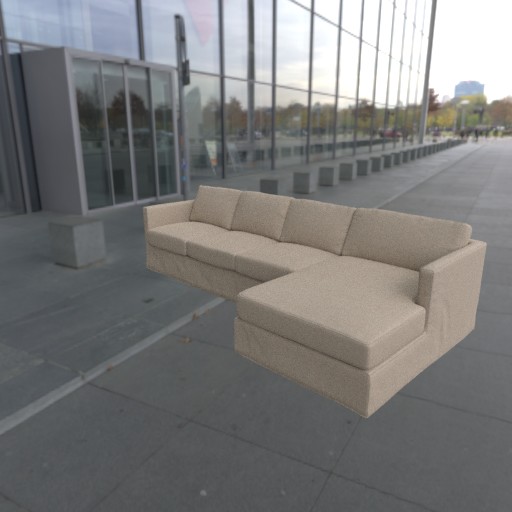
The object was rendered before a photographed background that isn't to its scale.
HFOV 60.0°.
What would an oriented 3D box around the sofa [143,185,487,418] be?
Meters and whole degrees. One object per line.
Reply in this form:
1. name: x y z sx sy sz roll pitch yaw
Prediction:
1. sofa: 0.000 0.000 3.810 3.177 0.867 1.622 15 22 42
